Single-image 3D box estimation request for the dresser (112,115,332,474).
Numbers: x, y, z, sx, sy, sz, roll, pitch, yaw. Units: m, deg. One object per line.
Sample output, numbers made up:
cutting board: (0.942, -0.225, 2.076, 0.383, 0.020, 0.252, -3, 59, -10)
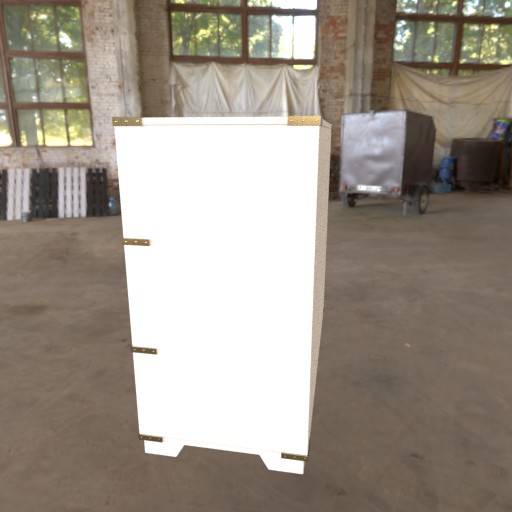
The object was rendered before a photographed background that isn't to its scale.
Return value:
dresser: (0.000, 0.000, 1.540, 0.460, 0.891, 1.022, 3, 16, 10)
